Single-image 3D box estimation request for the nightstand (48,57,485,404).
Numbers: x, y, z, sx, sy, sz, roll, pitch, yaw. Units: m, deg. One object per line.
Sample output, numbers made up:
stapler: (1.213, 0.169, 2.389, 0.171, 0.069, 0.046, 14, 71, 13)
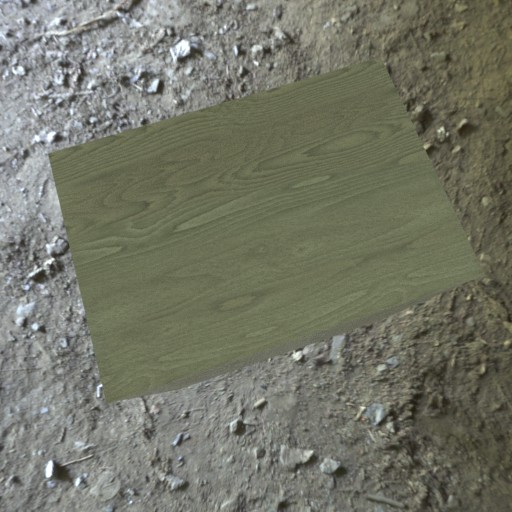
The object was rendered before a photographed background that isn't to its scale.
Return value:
nightstand: (0.000, 0.000, 0.749, 0.442, 0.461, 0.325, -18, 76, -5)
